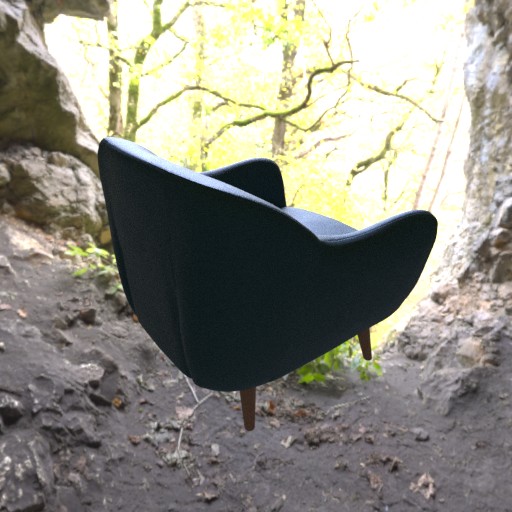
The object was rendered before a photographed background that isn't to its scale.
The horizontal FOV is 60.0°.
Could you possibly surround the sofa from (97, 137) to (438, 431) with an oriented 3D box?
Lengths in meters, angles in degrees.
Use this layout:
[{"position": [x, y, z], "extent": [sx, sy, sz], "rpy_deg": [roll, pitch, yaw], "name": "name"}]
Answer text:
[{"position": [0.000, 0.000, 1.494], "extent": [0.825, 0.817, 0.836], "rpy_deg": [-19, 32, -32], "name": "sofa"}]
